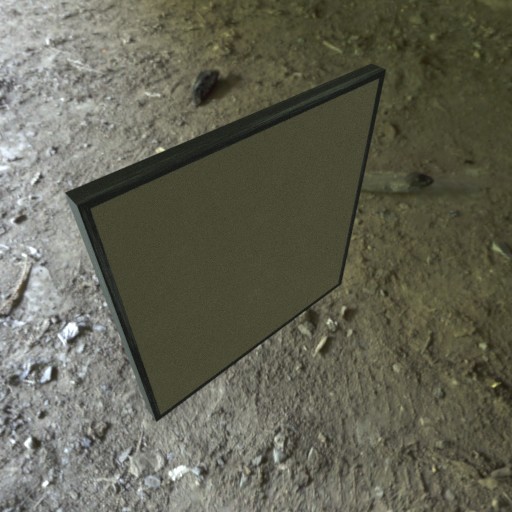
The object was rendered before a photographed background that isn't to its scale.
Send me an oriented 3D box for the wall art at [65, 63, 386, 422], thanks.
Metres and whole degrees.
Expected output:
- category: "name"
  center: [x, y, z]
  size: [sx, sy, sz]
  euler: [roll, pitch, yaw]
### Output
- category: "wall art"
  center: [0.000, 0.000, 1.133]
  size: [0.762, 0.758, 0.043]
  euler: [-32, 53, -27]
